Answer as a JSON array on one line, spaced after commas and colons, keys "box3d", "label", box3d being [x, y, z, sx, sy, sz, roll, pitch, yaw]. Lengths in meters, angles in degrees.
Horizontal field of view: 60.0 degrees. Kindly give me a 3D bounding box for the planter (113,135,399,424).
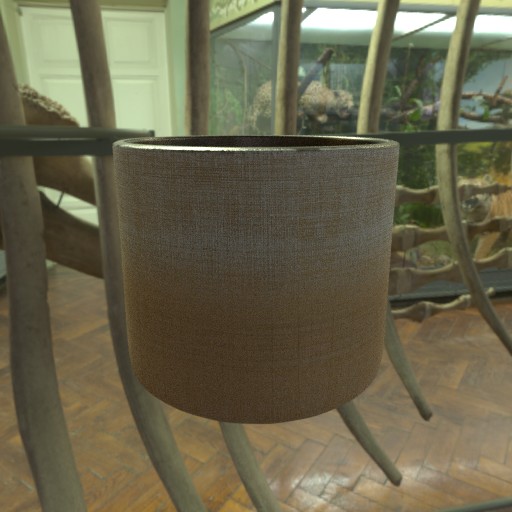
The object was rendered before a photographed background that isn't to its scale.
[{"box3d": [0.000, 0.000, 0.434, 0.254, 0.221, 0.254, 0, 17, 0], "label": "planter"}]
